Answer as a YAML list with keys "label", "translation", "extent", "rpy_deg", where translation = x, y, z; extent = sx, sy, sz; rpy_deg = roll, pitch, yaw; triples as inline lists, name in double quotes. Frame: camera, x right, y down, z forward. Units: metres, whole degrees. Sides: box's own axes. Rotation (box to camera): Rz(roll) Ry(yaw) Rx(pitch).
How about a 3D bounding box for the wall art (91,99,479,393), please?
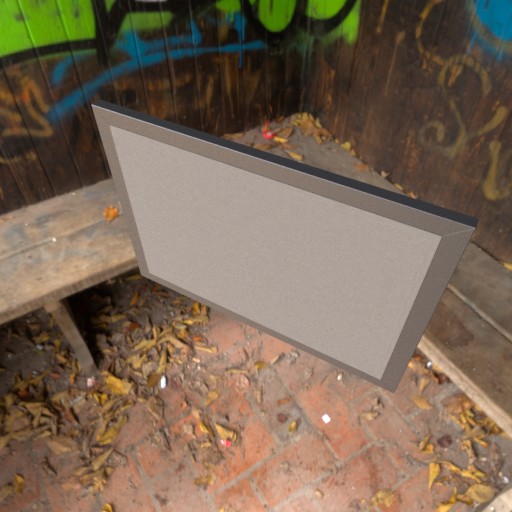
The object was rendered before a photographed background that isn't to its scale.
- label: "wall art"
  translation: [0.000, 0.000, 0.561]
  extent: [0.432, 0.306, 0.016]
  rpy_deg: [22, 51, 19]
